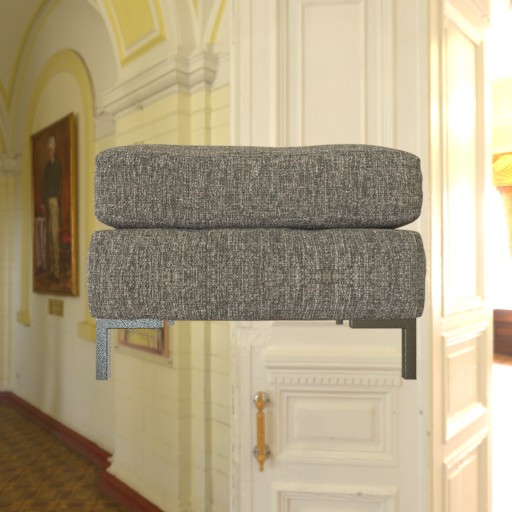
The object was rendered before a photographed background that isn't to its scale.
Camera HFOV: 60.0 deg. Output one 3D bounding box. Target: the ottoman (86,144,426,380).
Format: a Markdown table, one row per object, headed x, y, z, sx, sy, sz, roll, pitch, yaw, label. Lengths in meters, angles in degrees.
| x | y | z | sx | sy | sz | roll | pitch | yaw | label |
| --- | --- | --- | --- | --- | --- | --- | --- | --- | --- |
| 0.000 | 0.000 | 1.214 | 0.683 | 0.480 | 0.828 | 0 | 0 | 0 | ottoman |
